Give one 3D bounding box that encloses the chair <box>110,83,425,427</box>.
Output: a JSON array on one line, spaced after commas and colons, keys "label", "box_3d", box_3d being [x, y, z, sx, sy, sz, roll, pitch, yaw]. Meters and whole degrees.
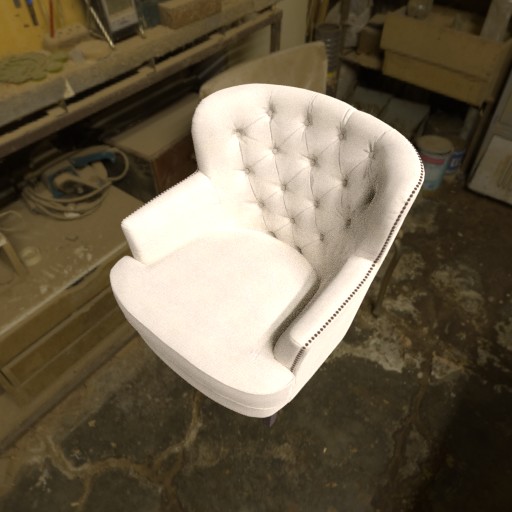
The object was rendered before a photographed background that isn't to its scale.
[{"label": "chair", "box_3d": [0.000, 0.000, 1.598, 0.848, 0.868, 0.906, 31, 54, 26]}]
